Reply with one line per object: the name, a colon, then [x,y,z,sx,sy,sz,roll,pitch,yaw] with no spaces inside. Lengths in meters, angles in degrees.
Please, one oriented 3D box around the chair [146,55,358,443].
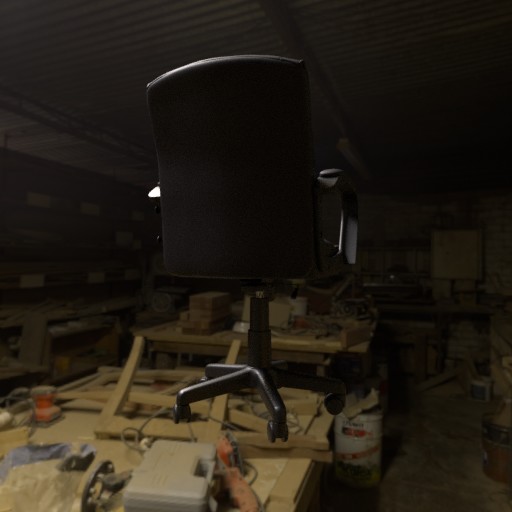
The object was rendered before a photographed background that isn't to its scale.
chair: [0.000,0.000,1.390,0.576,0.998,0.641,0,0,20]
